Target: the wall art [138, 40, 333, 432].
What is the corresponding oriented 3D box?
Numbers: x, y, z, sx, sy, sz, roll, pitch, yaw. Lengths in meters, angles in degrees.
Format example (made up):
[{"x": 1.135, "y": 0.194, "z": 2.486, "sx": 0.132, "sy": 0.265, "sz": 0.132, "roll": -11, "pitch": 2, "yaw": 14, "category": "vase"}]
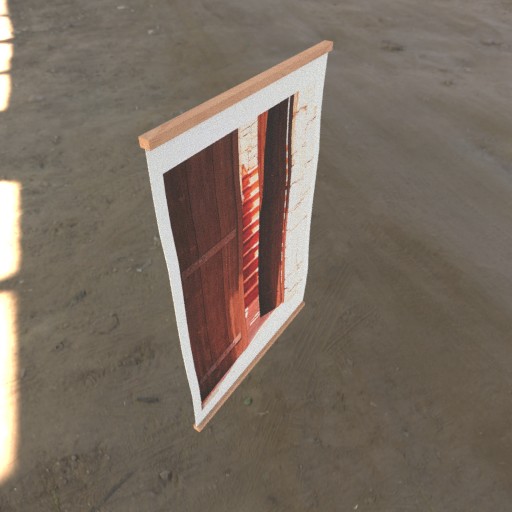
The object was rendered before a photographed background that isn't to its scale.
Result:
[{"x": 0.000, "y": 0.000, "z": 0.645, "sx": 0.012, "sy": 0.508, "sz": 0.332, "roll": 25, "pitch": 47, "yaw": 25, "category": "wall art"}]
